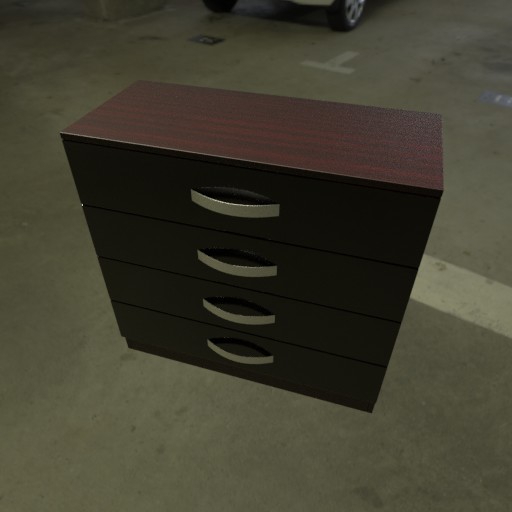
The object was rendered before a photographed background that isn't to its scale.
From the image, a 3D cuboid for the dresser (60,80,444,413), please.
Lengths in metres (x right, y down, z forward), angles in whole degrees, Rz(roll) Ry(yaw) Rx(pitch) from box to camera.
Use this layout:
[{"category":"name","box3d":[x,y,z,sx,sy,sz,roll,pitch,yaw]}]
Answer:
[{"category":"dresser","box3d":[0.000,0.000,1.166,0.750,0.720,0.360,11,42,13]}]
